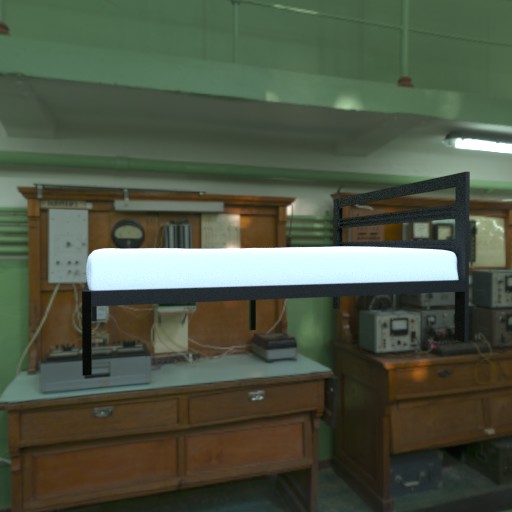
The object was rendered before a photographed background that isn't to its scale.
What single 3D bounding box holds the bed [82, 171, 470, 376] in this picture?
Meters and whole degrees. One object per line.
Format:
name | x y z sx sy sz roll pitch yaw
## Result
bed | 0.000 0.000 2.905 2.062 0.967 1.524 0 1 -19
